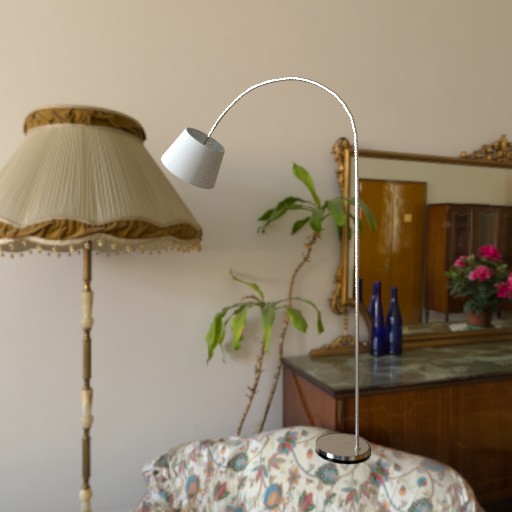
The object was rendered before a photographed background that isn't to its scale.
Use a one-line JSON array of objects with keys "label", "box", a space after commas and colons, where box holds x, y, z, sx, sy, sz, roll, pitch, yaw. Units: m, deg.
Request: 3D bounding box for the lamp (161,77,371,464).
[{"label": "lamp", "box": [0.000, 0.000, 2.712, 1.445, 2.098, 0.406, 0, 1, 35]}]
